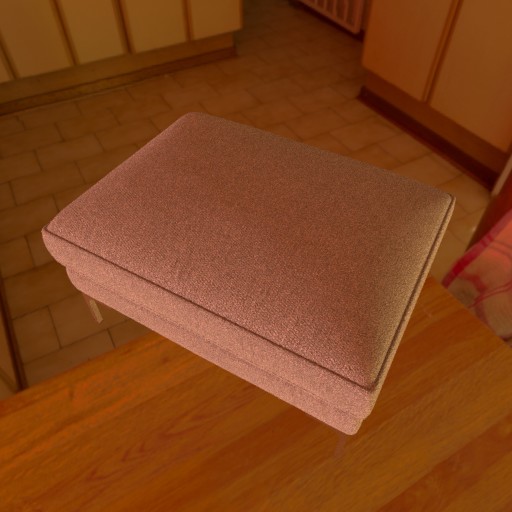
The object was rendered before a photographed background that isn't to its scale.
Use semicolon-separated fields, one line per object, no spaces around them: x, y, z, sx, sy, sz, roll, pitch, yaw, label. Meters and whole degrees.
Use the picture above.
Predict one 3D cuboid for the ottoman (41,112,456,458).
0.000;0.000;1.126;0.785;0.464;0.583;23;52;19;ottoman
